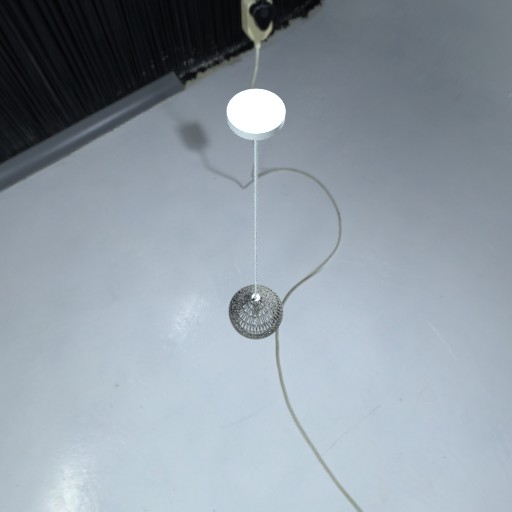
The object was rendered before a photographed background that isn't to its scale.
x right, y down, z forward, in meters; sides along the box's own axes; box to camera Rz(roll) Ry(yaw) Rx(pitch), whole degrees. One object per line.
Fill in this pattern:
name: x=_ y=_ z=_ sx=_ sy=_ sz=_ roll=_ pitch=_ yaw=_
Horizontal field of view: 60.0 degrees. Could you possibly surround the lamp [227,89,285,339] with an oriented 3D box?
lamp: x=0.000 y=0.000 z=2.125 sx=0.355 sy=1.919 sz=0.355 roll=-35 pitch=69 yaw=-15
